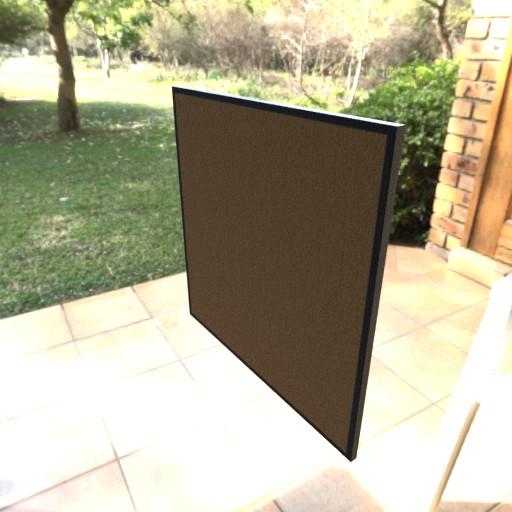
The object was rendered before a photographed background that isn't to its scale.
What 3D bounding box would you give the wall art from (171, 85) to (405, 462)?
[{"bbox_3d":[0.000,0.000,1.200,0.022,0.803,0.805,-18,32,-32],"label":"wall art"}]
